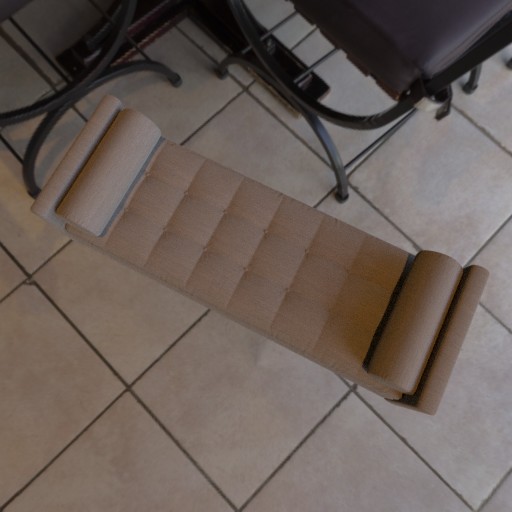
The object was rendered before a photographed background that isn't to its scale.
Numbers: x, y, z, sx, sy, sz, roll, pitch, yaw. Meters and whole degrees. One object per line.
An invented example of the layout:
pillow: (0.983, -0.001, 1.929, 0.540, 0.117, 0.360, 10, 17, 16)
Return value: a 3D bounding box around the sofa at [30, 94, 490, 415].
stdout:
sofa: (0.000, 0.000, 2.270, 1.981, 0.635, 0.686, 26, 78, 6)
